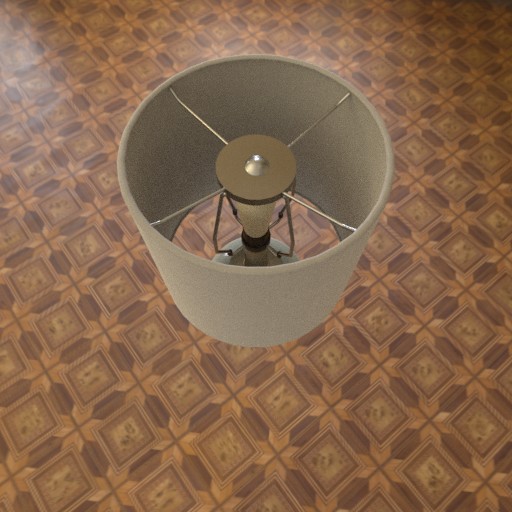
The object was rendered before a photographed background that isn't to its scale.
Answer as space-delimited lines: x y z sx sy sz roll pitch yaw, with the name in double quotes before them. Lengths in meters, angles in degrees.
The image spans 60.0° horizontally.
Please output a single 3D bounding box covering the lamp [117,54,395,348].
"lamp" 0.000 0.000 0.479 0.201 0.353 0.201 18 65 9
